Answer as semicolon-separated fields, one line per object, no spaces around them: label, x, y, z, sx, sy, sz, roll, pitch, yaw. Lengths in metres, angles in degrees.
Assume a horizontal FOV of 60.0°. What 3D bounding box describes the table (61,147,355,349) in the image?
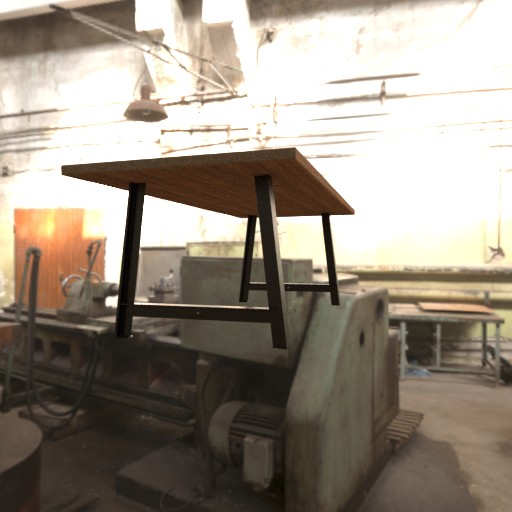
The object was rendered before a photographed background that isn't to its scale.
table;0.000;0.000;2.736;1.000;0.757;2.200;0;0;18
